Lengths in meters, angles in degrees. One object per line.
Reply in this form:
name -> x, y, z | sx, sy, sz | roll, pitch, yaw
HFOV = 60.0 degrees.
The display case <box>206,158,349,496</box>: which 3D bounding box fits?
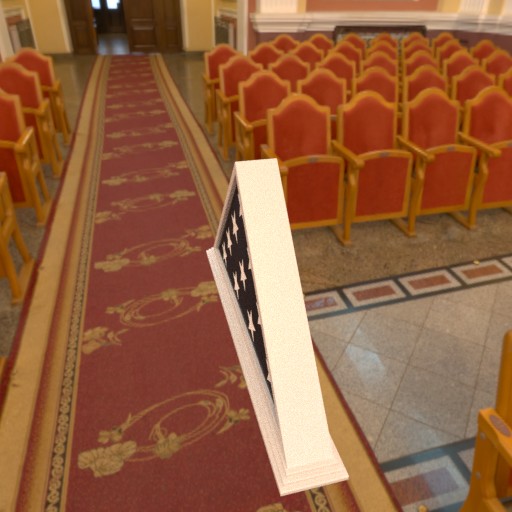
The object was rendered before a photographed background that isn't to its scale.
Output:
display case -> 0.000, 0.000, 0.762 | 0.095, 0.340, 0.640 | -7, 32, -12
